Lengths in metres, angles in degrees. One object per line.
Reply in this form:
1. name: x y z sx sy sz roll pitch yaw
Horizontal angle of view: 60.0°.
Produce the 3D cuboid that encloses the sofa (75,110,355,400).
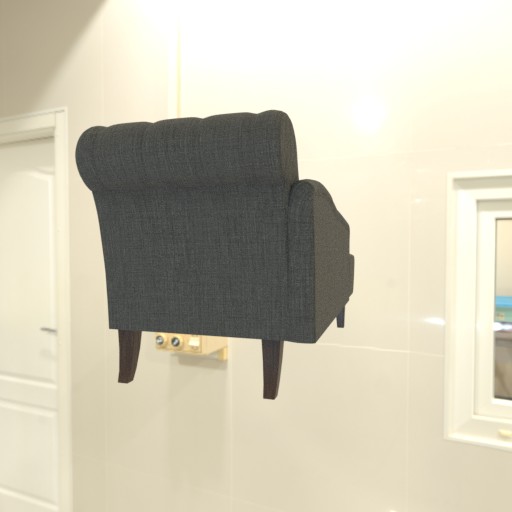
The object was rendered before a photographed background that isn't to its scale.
1. sofa: 0.000 0.000 1.785 0.675 0.787 1.379 1 2 17
